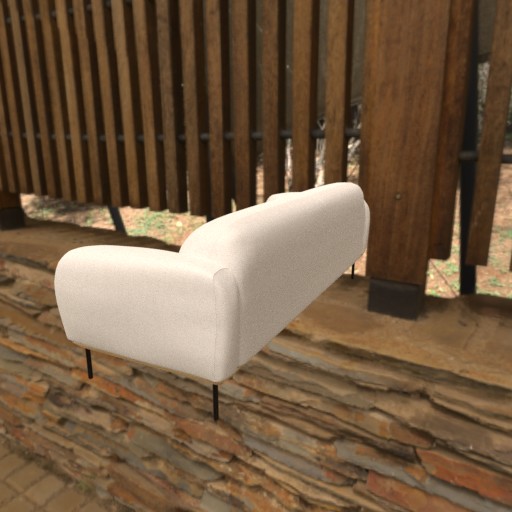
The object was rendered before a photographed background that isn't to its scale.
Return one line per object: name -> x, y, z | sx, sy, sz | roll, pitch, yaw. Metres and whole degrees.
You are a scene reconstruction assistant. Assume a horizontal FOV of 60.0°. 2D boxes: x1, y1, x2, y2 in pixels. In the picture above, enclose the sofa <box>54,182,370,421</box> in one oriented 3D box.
sofa -> 0.000, 0.000, 2.674 | 0.880, 0.780, 2.257 | 8, 17, 26
